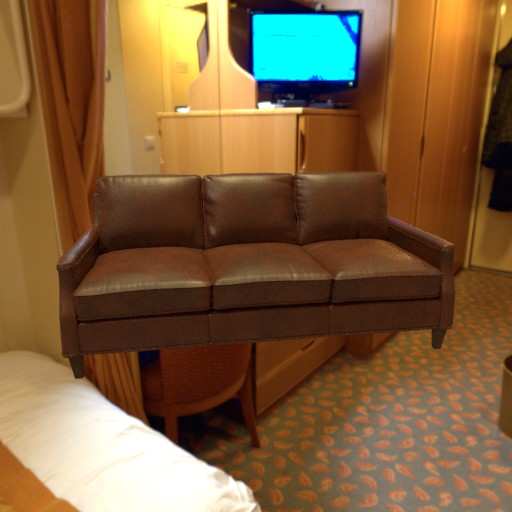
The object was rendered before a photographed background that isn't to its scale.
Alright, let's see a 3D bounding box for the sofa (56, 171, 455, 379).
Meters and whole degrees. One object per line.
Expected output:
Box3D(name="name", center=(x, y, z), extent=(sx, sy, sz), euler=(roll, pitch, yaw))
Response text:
Box3D(name="sofa", center=(0.000, 0.000, 2.885), extent=(2.240, 1.003, 1.084), euler=(-3, 17, -9))
